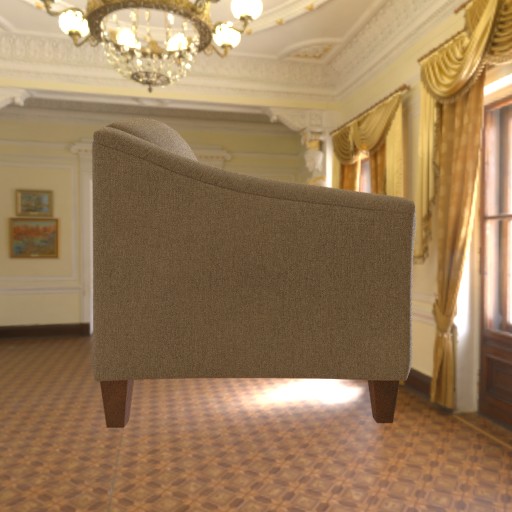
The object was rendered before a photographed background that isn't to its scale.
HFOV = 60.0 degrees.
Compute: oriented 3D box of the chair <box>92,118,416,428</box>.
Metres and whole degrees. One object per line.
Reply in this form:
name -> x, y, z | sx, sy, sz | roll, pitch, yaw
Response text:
chair -> 0.000, 0.000, 1.421 | 0.787, 0.839, 0.763 | 0, 1, 0
